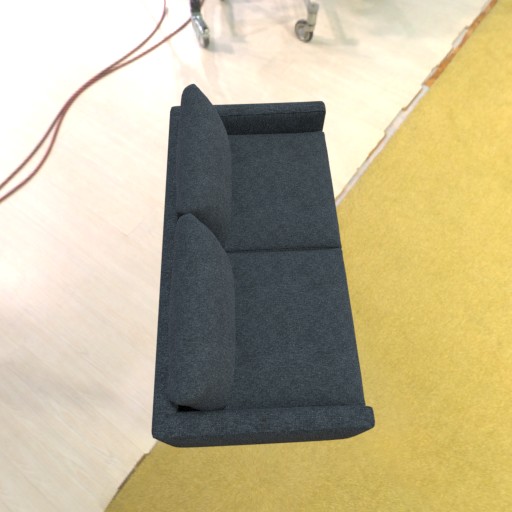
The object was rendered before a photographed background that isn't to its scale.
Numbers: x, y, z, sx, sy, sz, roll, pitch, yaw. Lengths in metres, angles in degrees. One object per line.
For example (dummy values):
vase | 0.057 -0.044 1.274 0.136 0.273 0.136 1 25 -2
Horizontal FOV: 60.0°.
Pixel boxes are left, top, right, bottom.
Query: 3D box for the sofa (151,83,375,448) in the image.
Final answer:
sofa | 0.000 0.000 2.211 0.866 0.862 1.716 -2 63 -1
